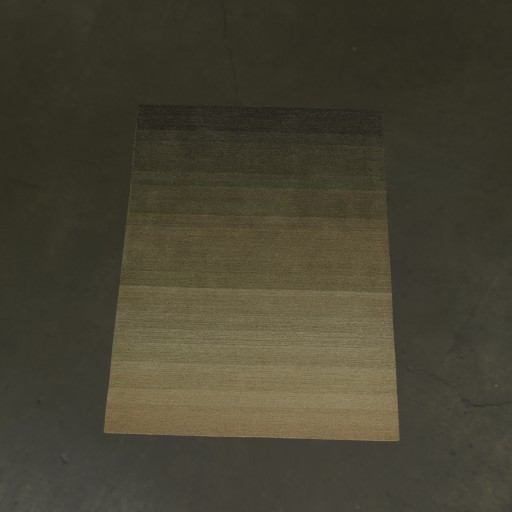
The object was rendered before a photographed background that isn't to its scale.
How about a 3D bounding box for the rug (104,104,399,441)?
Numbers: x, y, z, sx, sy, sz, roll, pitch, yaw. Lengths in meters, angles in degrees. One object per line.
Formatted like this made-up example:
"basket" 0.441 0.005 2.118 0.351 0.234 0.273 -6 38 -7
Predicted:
"rug" 0.000 0.000 3.837 2.315 0.015 2.932 1 75 0
